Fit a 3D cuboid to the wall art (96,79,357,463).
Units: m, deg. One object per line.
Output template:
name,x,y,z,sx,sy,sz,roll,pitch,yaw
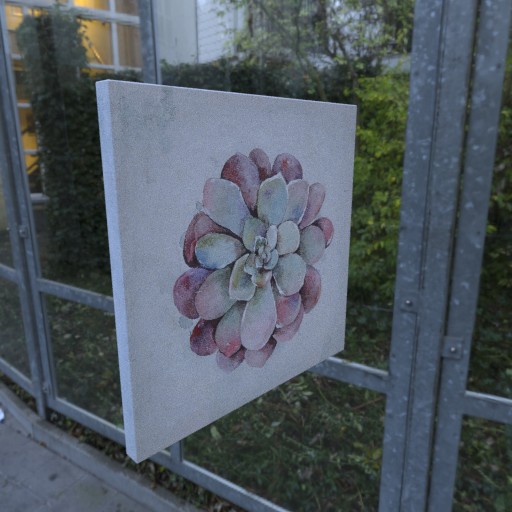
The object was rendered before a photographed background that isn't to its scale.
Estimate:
wall art,0.000,0.000,0.891,0.605,0.605,0.044,-14,20,-43
